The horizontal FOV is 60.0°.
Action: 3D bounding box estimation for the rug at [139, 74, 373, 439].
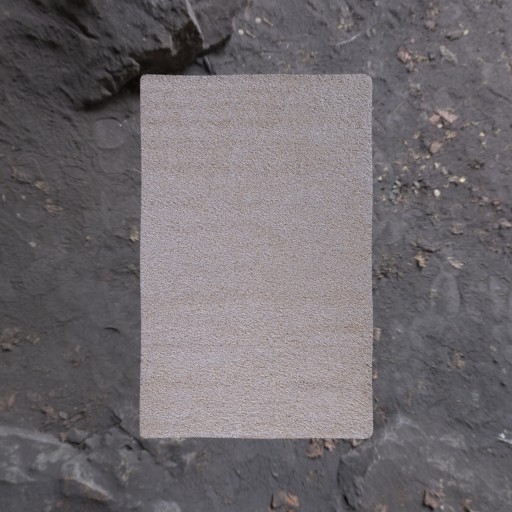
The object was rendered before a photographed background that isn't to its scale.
[{"bbox_3d":[0.000,0.000,2.865,1.500,0.026,2.349,0,90,0],"label":"rug"}]
